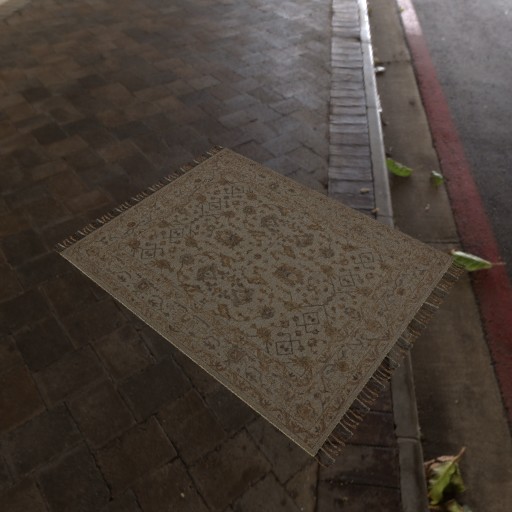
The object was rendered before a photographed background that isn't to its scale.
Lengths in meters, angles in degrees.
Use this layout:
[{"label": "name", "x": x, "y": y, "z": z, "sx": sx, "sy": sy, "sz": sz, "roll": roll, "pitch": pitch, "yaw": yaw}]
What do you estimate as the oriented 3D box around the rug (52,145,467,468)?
[{"label": "rug", "x": 0.000, "y": 0.000, "z": 2.279, "sx": 1.726, "sy": 0.009, "sz": 1.278, "roll": 31, "pitch": 54, "yaw": 26}]
